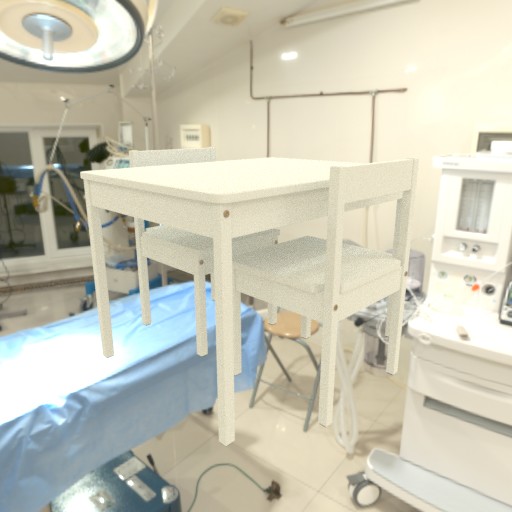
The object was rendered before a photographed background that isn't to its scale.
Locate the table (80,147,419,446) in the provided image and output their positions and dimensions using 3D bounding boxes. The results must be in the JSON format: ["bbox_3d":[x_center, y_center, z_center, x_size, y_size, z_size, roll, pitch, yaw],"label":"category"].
[{"bbox_3d":[0.000,0.000,1.117,0.672,0.503,0.650,16,23,43],"label":"table"}]
